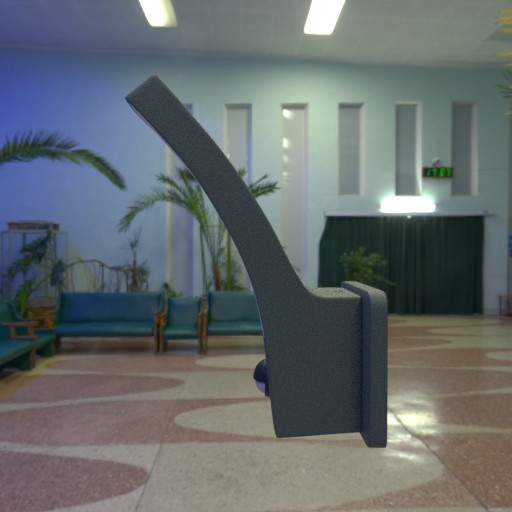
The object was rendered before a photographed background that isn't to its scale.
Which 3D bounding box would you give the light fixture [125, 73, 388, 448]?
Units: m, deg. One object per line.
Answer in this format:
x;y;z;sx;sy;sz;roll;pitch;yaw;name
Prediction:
0.000;0.000;0.328;0.174;0.243;0.108;0;1;1;light fixture
